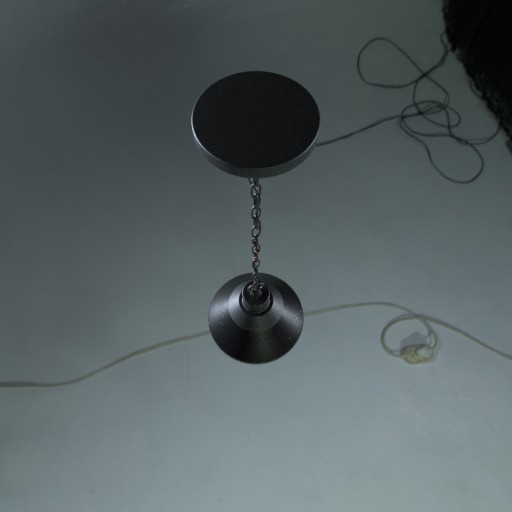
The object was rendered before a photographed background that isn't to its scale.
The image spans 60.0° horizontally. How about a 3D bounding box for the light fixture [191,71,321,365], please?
[{"bbox_3d":[0.000,0.000,0.675,0.201,0.588,0.201,-17,65,-8],"label":"light fixture"}]
